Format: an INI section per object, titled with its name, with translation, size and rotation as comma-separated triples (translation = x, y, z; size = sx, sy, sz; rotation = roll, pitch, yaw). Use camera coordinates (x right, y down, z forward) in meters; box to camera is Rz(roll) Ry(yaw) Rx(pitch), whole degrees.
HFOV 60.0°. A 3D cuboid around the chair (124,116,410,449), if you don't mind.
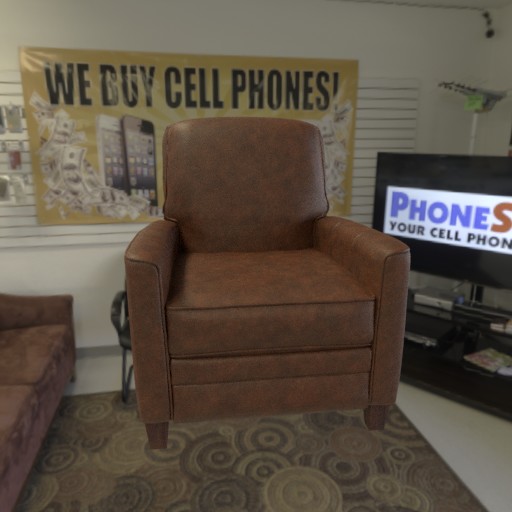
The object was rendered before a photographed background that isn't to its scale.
[chair]
translation = 0.000, 0.000, 1.617
size = 0.839, 1.010, 0.850
rotation = -2, 15, -7
